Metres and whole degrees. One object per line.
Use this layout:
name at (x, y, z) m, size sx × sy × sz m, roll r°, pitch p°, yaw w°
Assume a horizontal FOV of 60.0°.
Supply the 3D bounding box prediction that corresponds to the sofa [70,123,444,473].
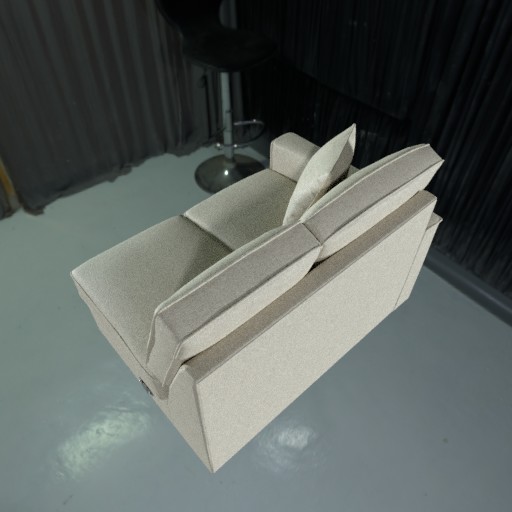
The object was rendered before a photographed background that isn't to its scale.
sofa at (0.000, 0.000, 2.018) m, size 1.388 × 0.989 × 0.991 m, roll -33°, pitch 55°, yaw -27°
